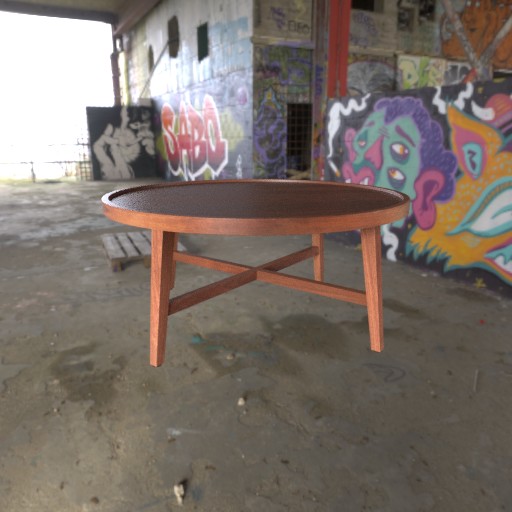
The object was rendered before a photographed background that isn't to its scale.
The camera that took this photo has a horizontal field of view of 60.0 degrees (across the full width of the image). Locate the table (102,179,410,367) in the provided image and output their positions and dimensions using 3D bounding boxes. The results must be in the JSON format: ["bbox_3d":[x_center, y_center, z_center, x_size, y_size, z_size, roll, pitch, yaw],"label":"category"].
[{"bbox_3d":[0.000,0.000,1.259,0.800,0.360,0.800,0,15,0],"label":"table"}]
